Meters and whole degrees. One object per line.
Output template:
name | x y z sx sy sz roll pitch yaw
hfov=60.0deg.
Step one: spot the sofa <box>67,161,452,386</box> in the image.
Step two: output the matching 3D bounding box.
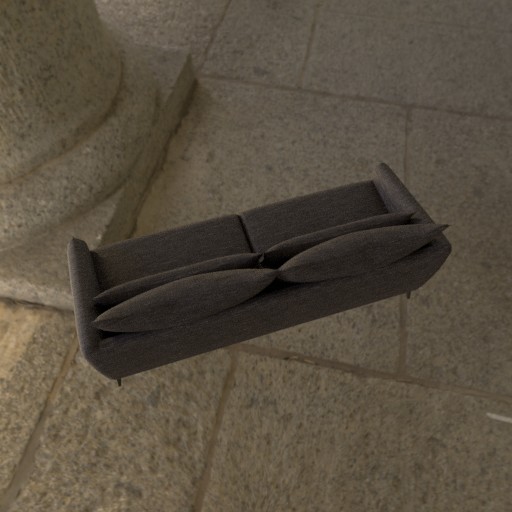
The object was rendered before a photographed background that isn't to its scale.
sofa | 0.000 0.000 2.491 2.019 0.843 0.807 -15 59 -9
